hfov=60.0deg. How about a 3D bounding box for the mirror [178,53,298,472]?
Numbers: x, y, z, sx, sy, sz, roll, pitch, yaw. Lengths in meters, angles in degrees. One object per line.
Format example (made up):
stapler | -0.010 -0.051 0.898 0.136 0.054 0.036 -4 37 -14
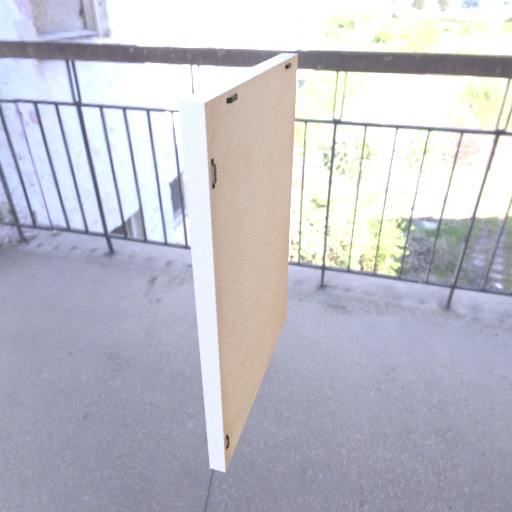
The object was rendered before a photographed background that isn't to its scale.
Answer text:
mirror | 0.000 0.000 0.912 0.039 0.710 0.507 9 32 15
